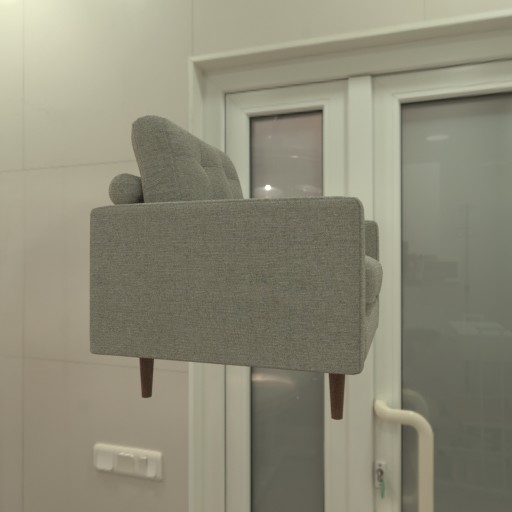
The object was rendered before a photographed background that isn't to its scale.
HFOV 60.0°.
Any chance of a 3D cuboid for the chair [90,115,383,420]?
[{"bbox_3d":[0.000,0.000,1.558,0.843,0.880,0.821,0,0,18],"label":"chair"}]
